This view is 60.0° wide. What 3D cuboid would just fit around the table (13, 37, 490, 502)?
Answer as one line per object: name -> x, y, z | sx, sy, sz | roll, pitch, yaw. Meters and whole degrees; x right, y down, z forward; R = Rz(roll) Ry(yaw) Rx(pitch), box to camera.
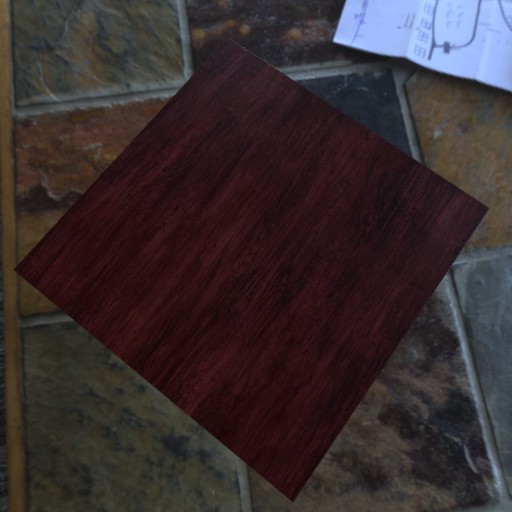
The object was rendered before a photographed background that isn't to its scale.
table -> 0.000, 0.000, 1.299 | 0.865, 0.356, 0.865 | 36, 78, 9
